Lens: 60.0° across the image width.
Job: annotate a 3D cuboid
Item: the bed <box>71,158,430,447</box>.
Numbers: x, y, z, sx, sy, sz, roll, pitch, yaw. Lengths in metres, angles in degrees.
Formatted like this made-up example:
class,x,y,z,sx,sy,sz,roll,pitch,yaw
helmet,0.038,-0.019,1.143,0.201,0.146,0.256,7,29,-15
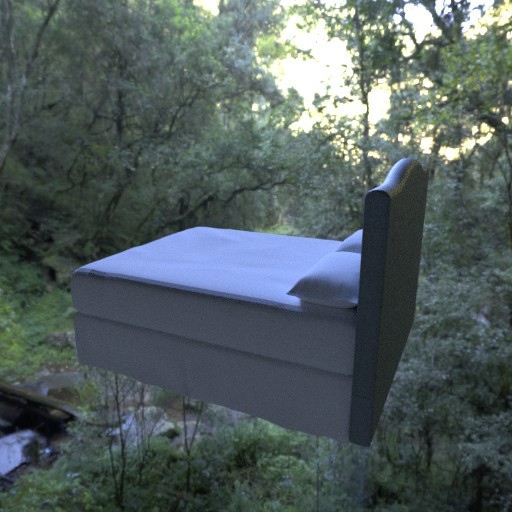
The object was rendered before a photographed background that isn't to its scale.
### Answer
class,x,y,z,sx,sy,sz,roll,pitch,yaw
bed,0.000,0.000,3.265,2.143,1.460,1.753,8,17,25
